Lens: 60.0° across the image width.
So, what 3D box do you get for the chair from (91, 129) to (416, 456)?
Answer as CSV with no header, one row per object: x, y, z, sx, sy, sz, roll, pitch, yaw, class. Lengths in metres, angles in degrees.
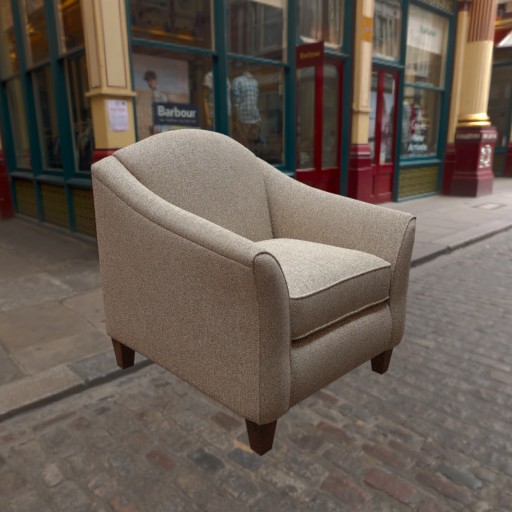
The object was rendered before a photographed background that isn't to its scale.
0.000,0.000,1.492,0.763,0.839,0.787,-13,19,-43,chair
